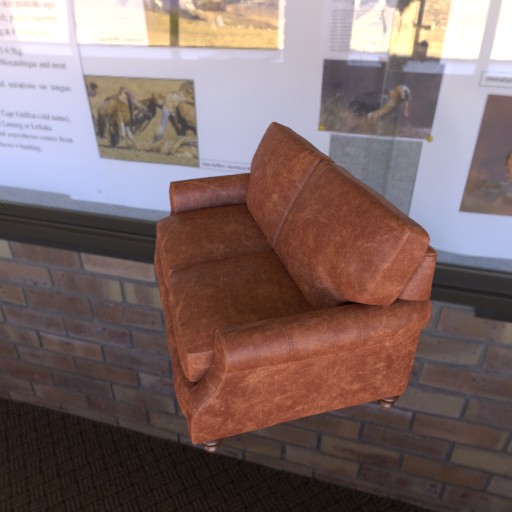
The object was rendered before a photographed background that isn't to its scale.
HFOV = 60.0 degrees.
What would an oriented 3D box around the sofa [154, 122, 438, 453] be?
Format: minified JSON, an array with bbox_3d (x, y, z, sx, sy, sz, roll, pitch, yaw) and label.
[{"bbox_3d":[0.000,0.000,2.236,0.990,0.967,1.616,-8,32,-14],"label":"sofa"}]
